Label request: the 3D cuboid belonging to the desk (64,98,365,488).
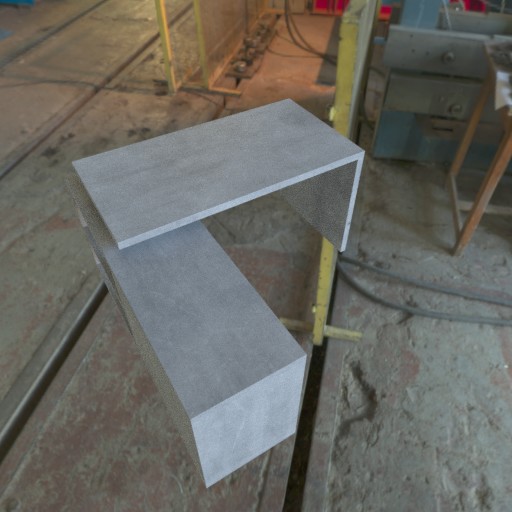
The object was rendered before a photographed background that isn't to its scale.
[{"bbox_3d":[0.000,0.000,2.296,1.400,0.740,1.500,-24,50,-22],"label":"desk"}]
